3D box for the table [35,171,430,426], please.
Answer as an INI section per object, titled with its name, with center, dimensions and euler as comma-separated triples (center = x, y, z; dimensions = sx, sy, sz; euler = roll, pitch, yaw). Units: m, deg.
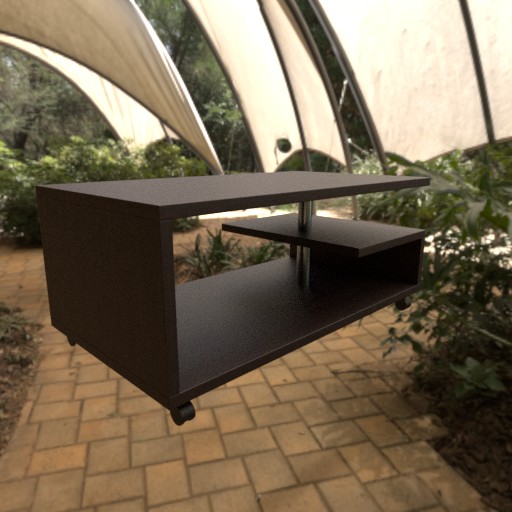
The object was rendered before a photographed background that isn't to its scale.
[table]
center = 0.000, 0.000, 1.373
dimensions = 1.050, 0.460, 0.590
euler = -13, 19, -43
